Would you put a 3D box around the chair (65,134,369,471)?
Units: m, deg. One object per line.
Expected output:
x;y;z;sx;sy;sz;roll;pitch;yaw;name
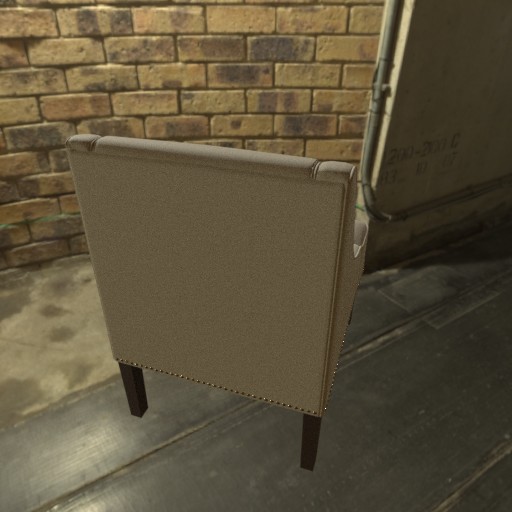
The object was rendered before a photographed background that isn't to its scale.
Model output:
0.000;0.000;1.343;0.610;0.864;0.737;10;33;16;chair
